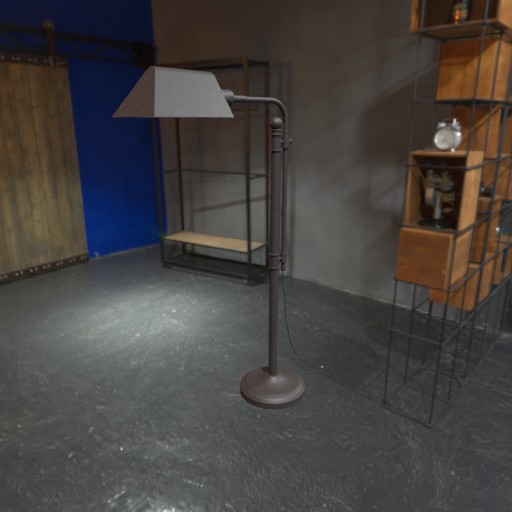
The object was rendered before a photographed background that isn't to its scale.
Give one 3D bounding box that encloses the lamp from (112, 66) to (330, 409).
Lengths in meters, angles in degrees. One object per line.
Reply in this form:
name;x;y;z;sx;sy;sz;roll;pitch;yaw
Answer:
lamp;0.000;0.000;0.941;0.159;0.708;0.545;15;23;41
